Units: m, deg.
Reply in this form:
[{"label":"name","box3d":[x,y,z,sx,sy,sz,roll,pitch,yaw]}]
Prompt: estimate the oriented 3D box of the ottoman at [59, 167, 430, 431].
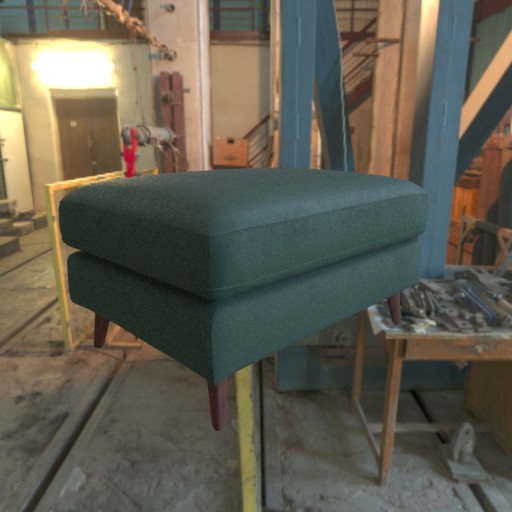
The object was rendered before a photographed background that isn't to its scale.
[{"label":"ottoman","box3d":[0.000,0.000,1.172,0.608,0.449,0.811,14,20,43]}]
